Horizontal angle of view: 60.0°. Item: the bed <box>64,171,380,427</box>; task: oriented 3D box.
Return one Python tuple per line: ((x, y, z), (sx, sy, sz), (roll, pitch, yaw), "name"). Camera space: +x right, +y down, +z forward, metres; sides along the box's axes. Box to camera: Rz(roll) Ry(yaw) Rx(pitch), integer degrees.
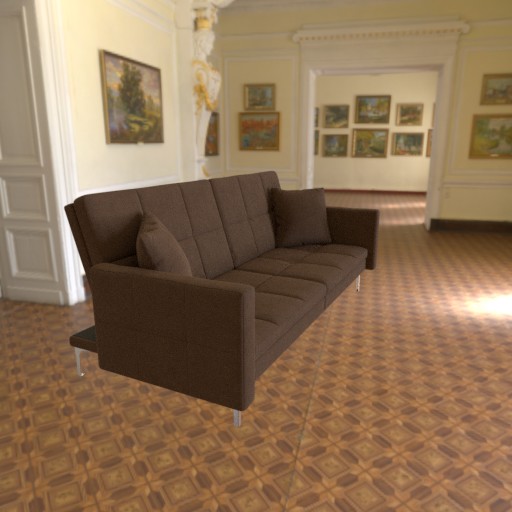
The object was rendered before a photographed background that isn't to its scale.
((0.000, 0.000, 2.348), (0.889, 0.787, 1.905), (7, 16, 26), "bed")
